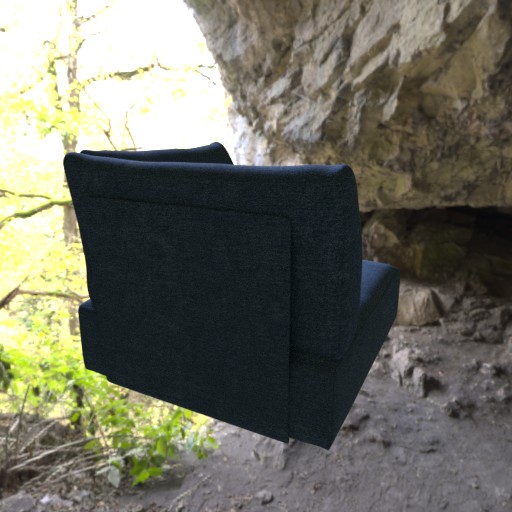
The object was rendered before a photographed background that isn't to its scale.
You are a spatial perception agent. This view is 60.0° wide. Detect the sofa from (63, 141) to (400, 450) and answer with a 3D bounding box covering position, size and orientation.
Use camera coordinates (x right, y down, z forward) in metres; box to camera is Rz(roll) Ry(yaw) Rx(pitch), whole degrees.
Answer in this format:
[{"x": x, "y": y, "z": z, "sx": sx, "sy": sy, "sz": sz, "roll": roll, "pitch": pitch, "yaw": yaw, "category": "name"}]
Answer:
[{"x": 0.000, "y": 0.000, "z": 1.725, "sx": 1.000, "sy": 0.820, "sz": 1.000, "roll": 8, "pitch": 19, "yaw": 26, "category": "sofa"}]
